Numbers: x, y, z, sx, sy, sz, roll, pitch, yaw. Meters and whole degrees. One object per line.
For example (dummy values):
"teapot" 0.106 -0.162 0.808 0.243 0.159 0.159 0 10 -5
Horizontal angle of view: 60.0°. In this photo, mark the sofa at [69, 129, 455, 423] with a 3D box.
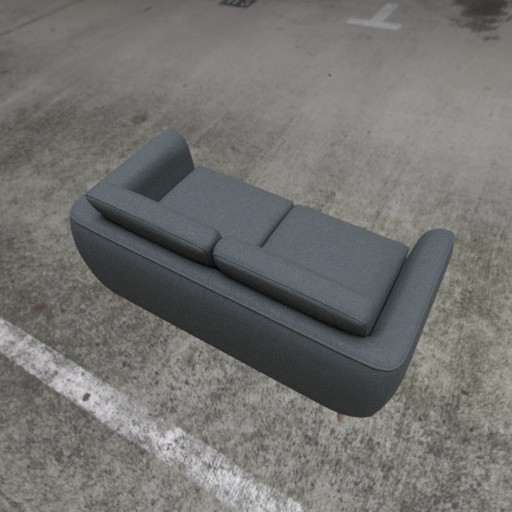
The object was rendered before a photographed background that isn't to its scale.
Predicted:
"sofa" 0.000 0.000 2.238 1.700 0.850 0.920 24 54 19
